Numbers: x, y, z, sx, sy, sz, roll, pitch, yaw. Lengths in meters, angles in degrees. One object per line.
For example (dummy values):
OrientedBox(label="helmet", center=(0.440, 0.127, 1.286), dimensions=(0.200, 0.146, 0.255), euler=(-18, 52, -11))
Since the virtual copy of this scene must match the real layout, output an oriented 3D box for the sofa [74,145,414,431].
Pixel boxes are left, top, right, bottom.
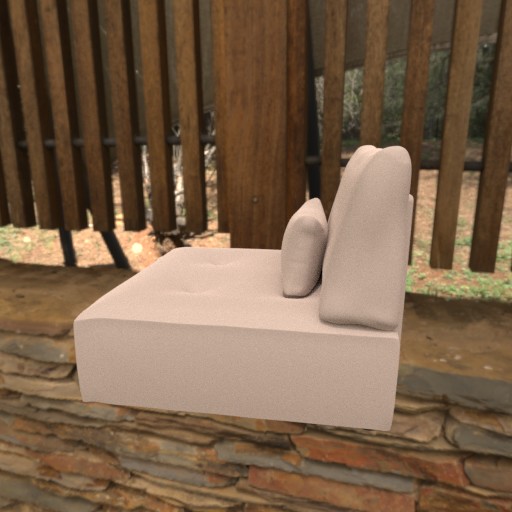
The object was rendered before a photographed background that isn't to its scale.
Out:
OrientedBox(label="sofa", center=(0.000, 0.000, 1.705), dimensions=(1.000, 0.828, 0.935), euler=(2, 15, 9))
